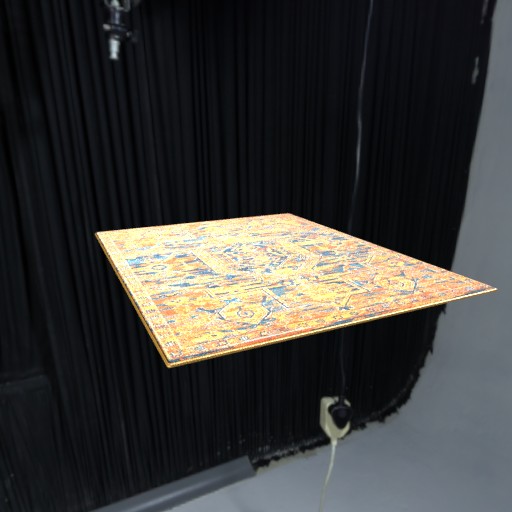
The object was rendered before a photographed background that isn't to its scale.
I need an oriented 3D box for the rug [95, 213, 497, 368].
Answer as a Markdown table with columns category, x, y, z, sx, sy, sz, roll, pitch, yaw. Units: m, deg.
| category | x | y | z | sx | sy | sz | roll | pitch | yaw |
| --- | --- | --- | --- | --- | --- | --- | --- | --- | --- |
| rug | 0.000 | 0.000 | 4.020 | 2.435 | 0.031 | 3.040 | -8 | 19 | -24 |
